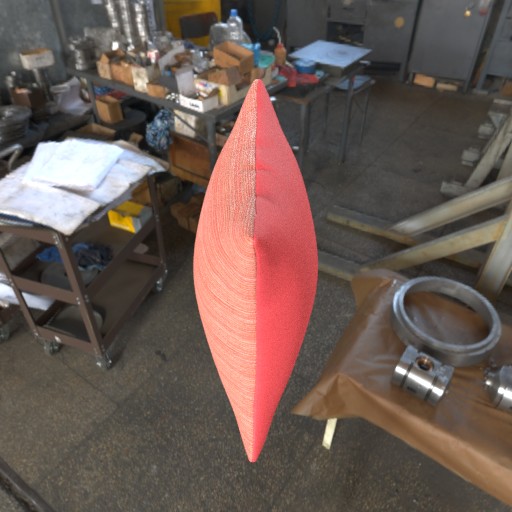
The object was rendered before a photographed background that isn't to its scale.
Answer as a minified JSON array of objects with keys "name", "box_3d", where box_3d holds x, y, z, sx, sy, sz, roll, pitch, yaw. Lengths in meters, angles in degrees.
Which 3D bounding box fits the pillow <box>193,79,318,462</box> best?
[{"name":"pillow","box_3d":[0.000,0.000,0.843,0.229,0.501,0.559,1,40,1]}]
